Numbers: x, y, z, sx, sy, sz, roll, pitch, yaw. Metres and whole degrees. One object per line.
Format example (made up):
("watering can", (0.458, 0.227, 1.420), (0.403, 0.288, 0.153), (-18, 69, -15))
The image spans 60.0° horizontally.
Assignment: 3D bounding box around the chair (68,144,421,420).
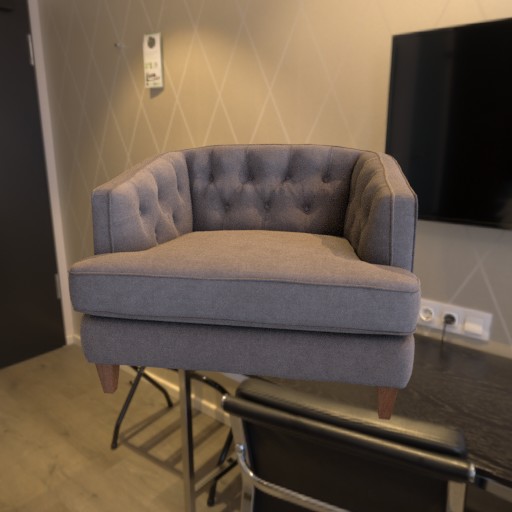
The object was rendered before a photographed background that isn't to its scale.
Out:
("chair", (0.000, 0.000, 1.739), (1.104, 0.852, 0.941), (2, 14, 9))
